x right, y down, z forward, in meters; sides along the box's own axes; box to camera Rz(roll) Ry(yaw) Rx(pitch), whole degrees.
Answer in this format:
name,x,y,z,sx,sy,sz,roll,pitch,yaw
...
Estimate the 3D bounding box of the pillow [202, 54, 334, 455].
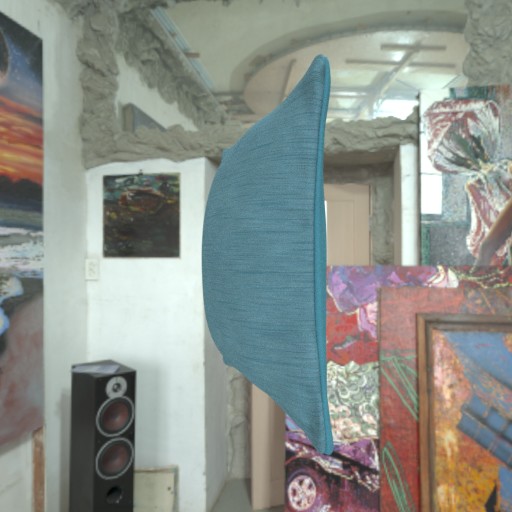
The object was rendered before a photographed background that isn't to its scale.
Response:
name,x,y,z,sx,sy,sz,roll,pitch,yaw
pillow,0.000,0.000,0.654,0.151,0.415,0.433,0,0,-18
